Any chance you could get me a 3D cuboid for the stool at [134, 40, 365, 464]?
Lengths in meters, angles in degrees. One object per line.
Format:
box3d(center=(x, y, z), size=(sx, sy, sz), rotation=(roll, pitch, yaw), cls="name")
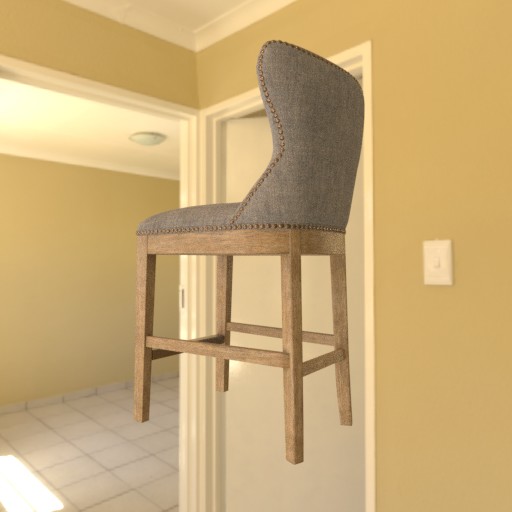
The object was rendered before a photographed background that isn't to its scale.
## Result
box3d(center=(0.000, 0.000, 1.305), size=(0.608, 0.981, 0.498), rotation=(0, -1, 36), cls="stool")
